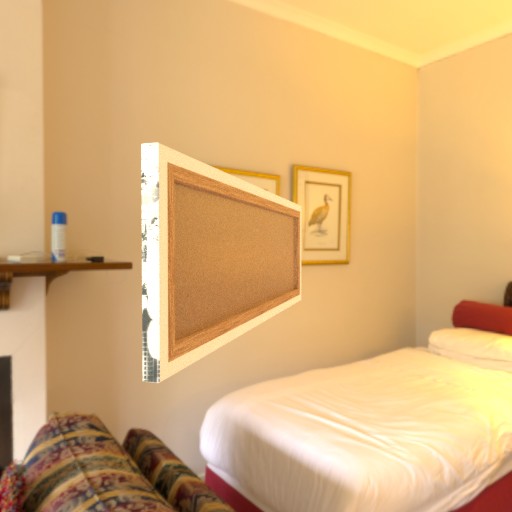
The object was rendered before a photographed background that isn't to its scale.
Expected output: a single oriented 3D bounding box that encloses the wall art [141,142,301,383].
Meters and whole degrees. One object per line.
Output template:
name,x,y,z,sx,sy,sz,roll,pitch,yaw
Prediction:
wall art,0.000,0.000,1.666,0.044,0.507,1.520,0,1,17
